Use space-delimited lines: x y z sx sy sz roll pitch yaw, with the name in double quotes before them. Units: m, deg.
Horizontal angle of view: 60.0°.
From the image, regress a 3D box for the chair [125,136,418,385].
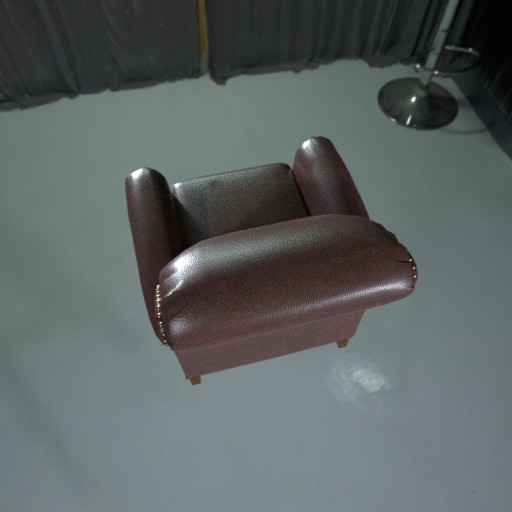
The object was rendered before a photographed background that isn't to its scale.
"chair" 0.000 0.000 1.660 0.854 0.927 0.890 -12 58 -8
